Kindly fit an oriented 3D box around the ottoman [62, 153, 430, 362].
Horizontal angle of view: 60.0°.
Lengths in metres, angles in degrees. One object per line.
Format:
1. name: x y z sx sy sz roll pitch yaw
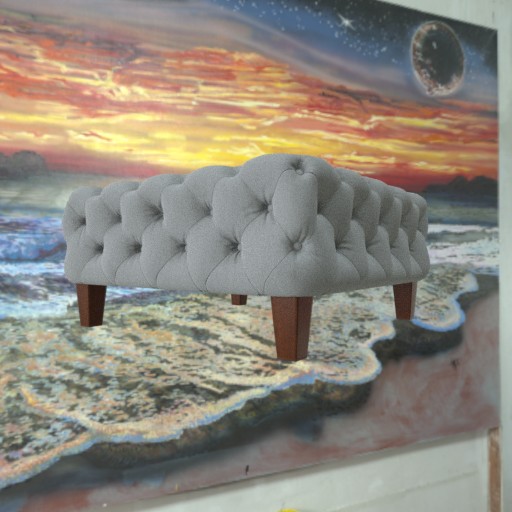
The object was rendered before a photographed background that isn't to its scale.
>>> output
1. ottoman: 0.000 0.000 1.469 0.917 0.439 0.911 0 0 37
